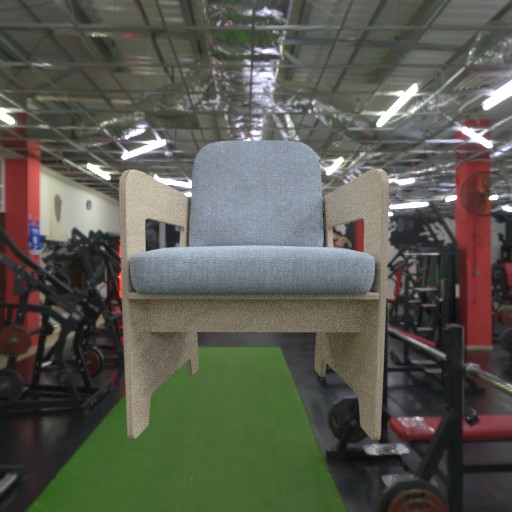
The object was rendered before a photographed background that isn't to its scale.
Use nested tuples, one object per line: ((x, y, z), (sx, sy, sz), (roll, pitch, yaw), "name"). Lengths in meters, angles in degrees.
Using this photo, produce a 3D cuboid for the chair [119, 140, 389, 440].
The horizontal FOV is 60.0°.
((0.000, 0.000, 1.247), (0.590, 0.800, 0.710), (0, 0, 1), "chair")
